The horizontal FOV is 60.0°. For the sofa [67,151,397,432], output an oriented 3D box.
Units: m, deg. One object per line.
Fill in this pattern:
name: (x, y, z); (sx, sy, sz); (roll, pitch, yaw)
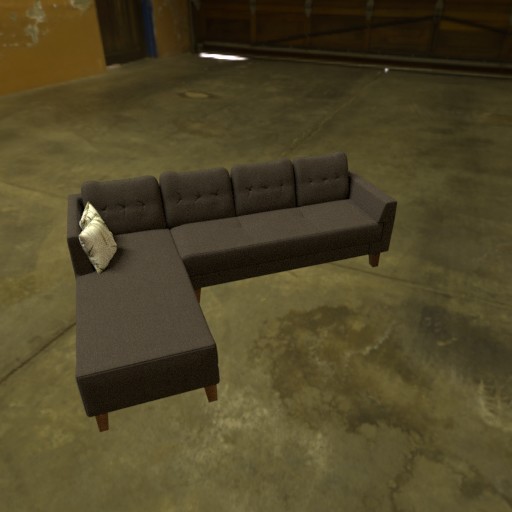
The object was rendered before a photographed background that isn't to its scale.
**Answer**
sofa: (0.000, 0.000, 3.466); (2.679, 0.932, 1.829); (-10, 33, -16)
